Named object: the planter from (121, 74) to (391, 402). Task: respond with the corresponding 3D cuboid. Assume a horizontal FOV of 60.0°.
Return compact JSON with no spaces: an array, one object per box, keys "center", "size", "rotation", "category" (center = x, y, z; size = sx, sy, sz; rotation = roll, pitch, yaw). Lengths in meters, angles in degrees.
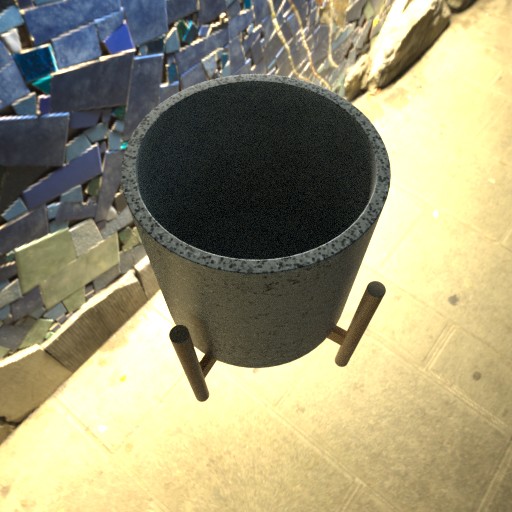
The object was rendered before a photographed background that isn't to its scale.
[{"center":[0.000,0.000,0.681],"size":[0.360,0.419,0.360],"rotation":[-32,63,-18],"category":"planter"}]
